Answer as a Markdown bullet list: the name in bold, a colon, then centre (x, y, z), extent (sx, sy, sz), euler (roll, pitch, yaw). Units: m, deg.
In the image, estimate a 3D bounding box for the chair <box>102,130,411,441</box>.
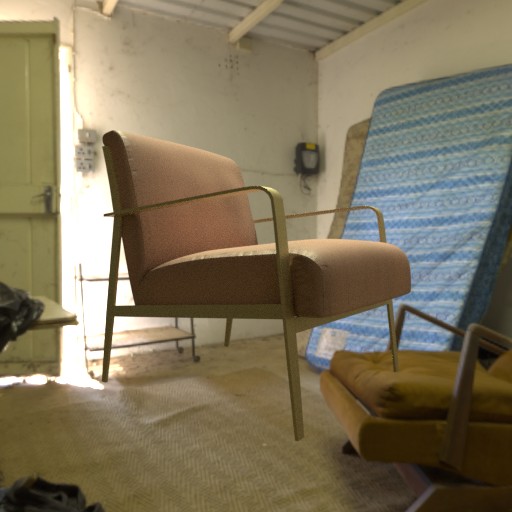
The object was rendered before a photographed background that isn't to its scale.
- **chair**: centre (0.000, 0.000, 1.467), extent (0.848, 0.823, 0.701), euler (1, 2, 36)
